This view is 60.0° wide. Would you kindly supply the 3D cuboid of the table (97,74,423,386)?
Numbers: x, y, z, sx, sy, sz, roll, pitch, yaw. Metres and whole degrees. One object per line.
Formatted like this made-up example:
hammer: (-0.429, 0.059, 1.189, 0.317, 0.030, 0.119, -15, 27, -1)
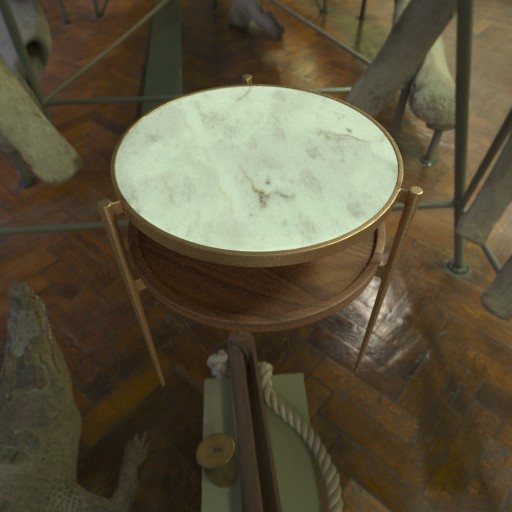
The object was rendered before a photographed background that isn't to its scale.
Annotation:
table: (0.000, 0.000, 0.840, 0.430, 0.493, 0.456, -3, 47, -3)
